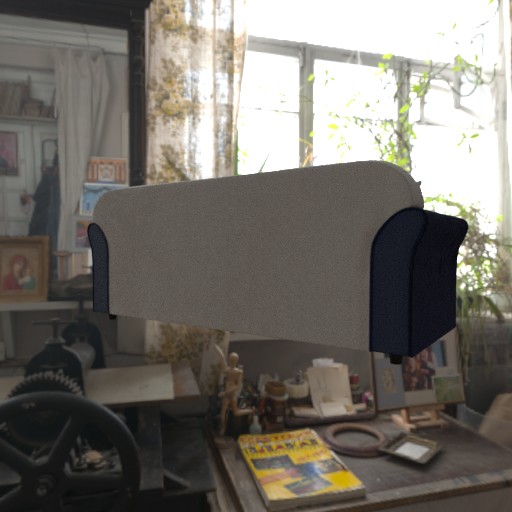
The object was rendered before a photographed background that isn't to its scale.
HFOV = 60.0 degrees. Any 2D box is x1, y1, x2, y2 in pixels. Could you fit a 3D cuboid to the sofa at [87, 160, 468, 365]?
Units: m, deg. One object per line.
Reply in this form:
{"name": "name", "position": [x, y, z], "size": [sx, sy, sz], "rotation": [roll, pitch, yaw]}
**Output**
{"name": "sofa", "position": [0.000, 0.000, 2.435], "size": [2.006, 0.789, 0.749], "rotation": [1, 2, 36]}
